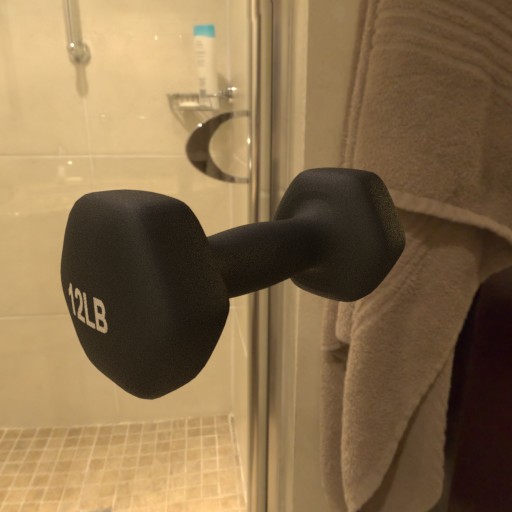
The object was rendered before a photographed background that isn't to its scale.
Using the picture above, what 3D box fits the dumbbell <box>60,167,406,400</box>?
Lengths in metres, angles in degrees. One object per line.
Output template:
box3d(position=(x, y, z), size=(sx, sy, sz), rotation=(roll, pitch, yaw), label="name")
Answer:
box3d(position=(0.000, 0.000, 0.291), size=(0.231, 0.101, 0.112), rotation=(-16, 22, -42), label="dumbbell")
